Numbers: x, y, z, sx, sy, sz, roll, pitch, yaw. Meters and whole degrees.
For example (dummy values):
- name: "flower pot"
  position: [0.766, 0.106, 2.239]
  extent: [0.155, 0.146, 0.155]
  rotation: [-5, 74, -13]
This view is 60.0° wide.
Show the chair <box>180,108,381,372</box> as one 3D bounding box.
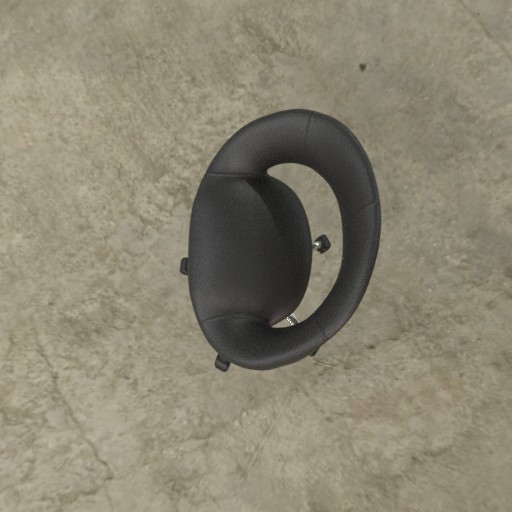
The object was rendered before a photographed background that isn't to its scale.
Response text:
- name: "chair"
  position: [0.000, 0.000, 1.193]
  extent: [0.538, 0.791, 0.612]
  rotation: [0, 76, 0]
